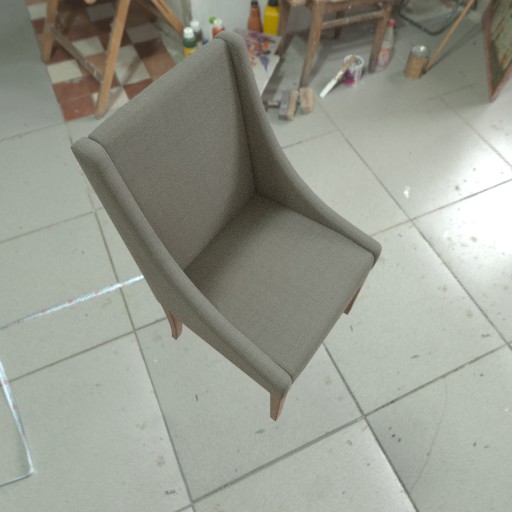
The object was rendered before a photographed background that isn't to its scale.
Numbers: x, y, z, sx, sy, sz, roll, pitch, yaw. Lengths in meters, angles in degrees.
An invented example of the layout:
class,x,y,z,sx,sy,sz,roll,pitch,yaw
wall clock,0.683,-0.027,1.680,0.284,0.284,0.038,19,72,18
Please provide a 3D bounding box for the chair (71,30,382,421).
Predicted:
class,x,y,z,sx,sy,sz,roll,pitch,yaw
chair,0.000,0.000,1.377,0.611,1.021,0.575,32,64,18
